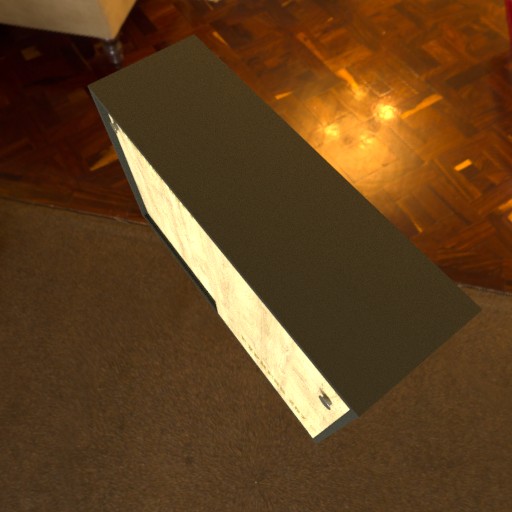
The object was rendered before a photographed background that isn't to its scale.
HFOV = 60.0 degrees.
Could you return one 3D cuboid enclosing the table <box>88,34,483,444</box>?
[{"bbox_3d":[0.000,0.000,1.563,0.400,0.855,1.200,-34,68,-16],"label":"table"}]
